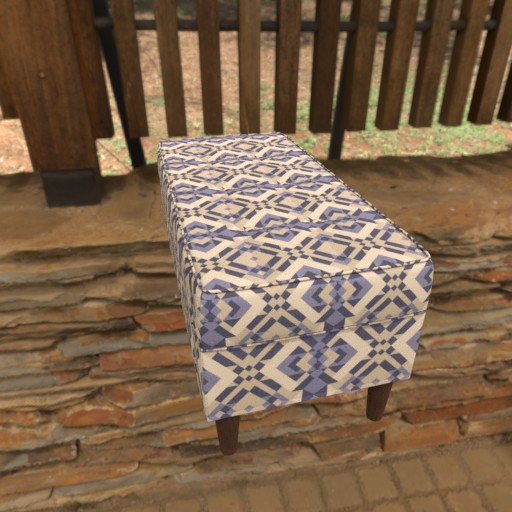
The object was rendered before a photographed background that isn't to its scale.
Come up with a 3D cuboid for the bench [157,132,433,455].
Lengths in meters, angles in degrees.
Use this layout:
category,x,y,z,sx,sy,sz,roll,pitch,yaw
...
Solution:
category,x,y,z,sx,sy,sz,roll,pitch,yaw
bench,0.000,0.000,1.343,0.492,0.477,1.016,-8,31,-13
